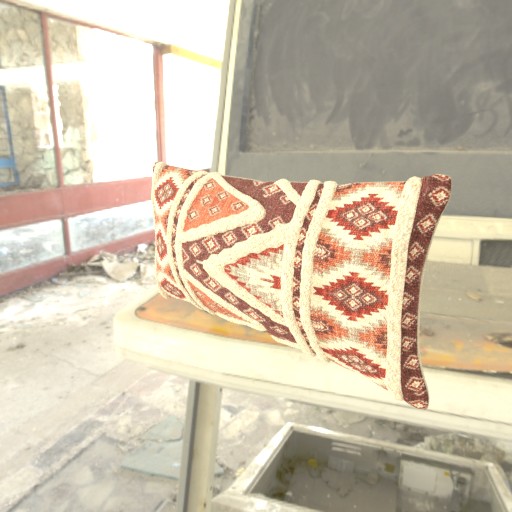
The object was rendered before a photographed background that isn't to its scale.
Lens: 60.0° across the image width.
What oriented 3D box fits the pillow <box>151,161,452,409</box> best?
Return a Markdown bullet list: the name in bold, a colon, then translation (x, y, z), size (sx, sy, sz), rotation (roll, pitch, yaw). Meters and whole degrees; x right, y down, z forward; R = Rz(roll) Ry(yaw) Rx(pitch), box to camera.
- **pillow**: translation (0.000, 0.000, 0.729), size (0.161, 0.295, 0.608), rotation (-14, 20, -43)
